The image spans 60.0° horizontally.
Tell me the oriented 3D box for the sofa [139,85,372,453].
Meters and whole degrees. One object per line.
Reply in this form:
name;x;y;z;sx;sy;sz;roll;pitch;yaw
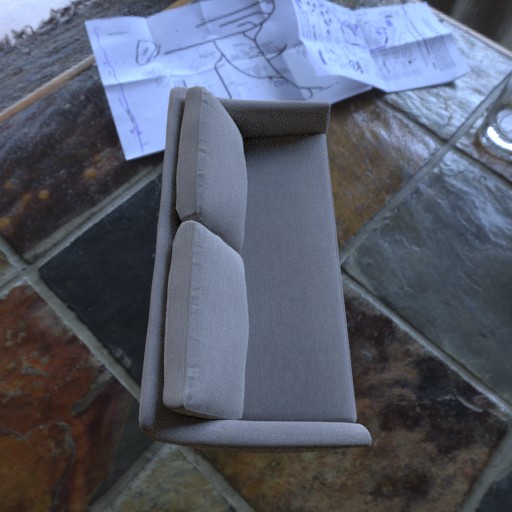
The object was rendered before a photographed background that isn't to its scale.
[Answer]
sofa;0.000;0.000;2.498;0.980;0.913;2.036;-1;64;0
